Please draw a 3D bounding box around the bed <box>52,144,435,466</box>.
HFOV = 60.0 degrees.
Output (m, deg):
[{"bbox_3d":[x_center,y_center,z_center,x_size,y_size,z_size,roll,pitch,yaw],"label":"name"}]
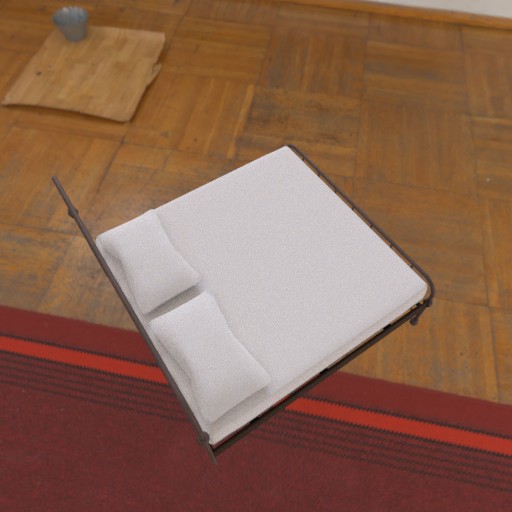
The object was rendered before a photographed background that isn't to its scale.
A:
[{"bbox_3d":[0.000,0.000,3.476,2.134,1.446,2.044,-30,62,-18],"label":"bed"}]
